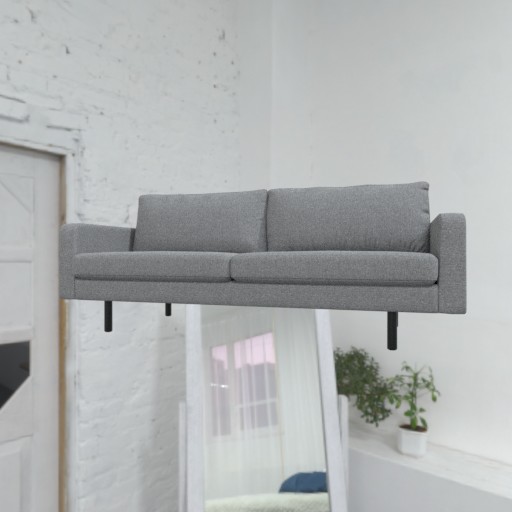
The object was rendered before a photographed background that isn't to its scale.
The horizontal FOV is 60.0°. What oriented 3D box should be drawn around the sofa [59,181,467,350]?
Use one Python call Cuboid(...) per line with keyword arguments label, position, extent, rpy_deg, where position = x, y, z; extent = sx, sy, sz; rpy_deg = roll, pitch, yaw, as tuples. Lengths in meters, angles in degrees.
Cuboid(label="sofa", position=(0.000, 0.000, 2.654), extent=(2.200, 0.880, 0.880), rpy_deg=(0, 0, 18))
